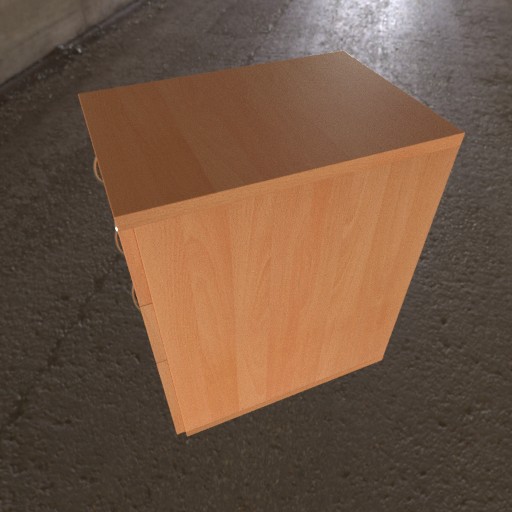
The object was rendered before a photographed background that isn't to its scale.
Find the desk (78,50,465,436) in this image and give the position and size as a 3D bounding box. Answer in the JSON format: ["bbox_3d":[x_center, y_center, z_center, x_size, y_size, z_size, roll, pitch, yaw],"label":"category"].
[{"bbox_3d":[0.000,0.000,1.057,0.600,0.730,0.404,-16,47,-16],"label":"desk"}]
